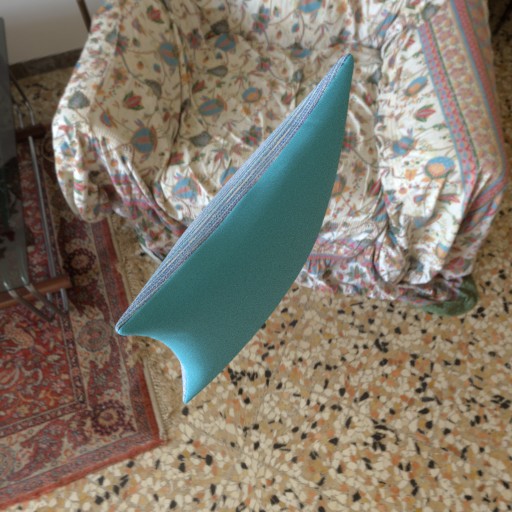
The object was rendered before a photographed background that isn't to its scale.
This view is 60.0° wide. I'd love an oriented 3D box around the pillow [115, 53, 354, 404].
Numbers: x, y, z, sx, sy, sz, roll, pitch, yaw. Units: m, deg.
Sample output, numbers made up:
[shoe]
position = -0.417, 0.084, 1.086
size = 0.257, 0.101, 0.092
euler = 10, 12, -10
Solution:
[pillow]
position = 0.000, 0.000, 0.777
size = 0.150, 0.497, 0.514
euler = 31, 67, 15
